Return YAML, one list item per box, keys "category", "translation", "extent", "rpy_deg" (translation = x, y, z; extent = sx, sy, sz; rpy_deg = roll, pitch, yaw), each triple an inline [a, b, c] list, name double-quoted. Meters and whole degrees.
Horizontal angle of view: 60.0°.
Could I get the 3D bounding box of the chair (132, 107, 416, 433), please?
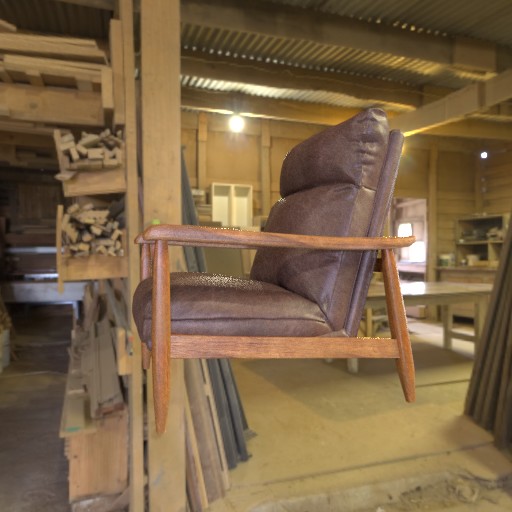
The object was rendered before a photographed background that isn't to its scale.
- category: "chair"
  translation: [0.000, 0.000, 1.549]
  extent: [0.830, 0.897, 0.782]
  rpy_deg: [0, 1, -17]
